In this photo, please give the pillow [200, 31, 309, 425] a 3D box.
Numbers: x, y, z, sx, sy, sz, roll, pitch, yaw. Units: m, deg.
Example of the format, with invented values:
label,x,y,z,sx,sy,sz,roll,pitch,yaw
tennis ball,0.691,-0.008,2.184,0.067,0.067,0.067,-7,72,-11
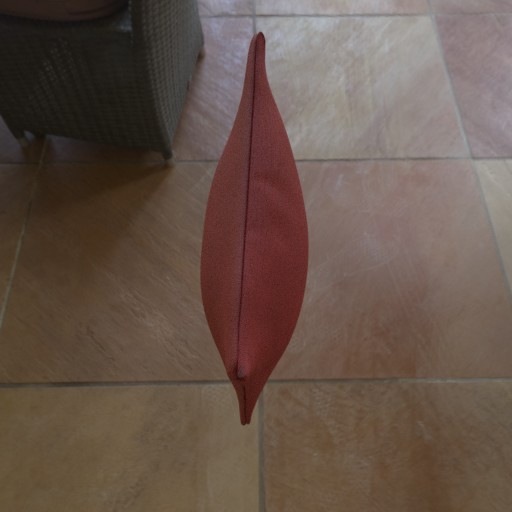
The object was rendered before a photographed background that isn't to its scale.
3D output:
label,x,y,z,sx,sy,sz,roll,pitch,yaw
pillow,0.000,0.000,0.651,0.151,0.416,0.435,2,64,1
